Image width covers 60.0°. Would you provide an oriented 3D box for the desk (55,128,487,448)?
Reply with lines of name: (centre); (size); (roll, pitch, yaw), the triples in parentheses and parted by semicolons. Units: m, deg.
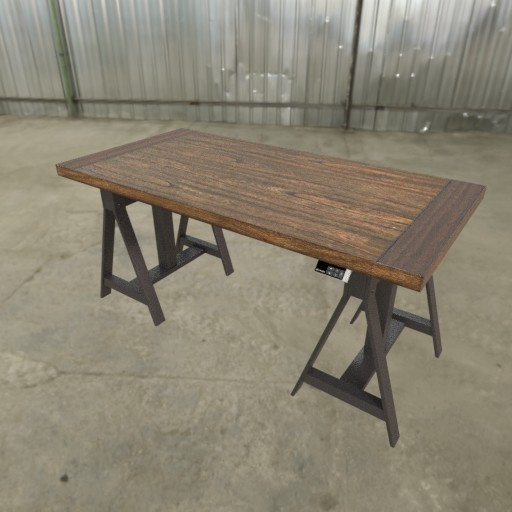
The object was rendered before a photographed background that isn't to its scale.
desk: (0.000, 0.000, 1.910); (1.543, 0.725, 0.784); (19, 35, 30)
